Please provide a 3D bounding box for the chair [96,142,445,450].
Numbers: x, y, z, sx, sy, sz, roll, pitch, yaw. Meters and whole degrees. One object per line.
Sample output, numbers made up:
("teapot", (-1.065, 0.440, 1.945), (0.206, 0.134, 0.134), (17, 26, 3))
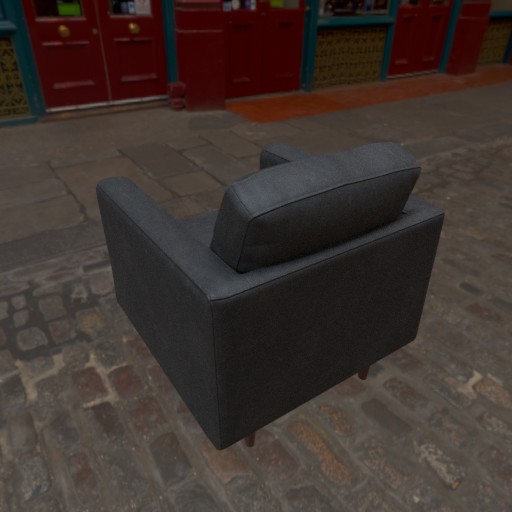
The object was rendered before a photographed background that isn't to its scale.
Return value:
("chair", (0.000, 0.000, 1.563), (0.831, 0.898, 0.879), (-19, 36, -28))
